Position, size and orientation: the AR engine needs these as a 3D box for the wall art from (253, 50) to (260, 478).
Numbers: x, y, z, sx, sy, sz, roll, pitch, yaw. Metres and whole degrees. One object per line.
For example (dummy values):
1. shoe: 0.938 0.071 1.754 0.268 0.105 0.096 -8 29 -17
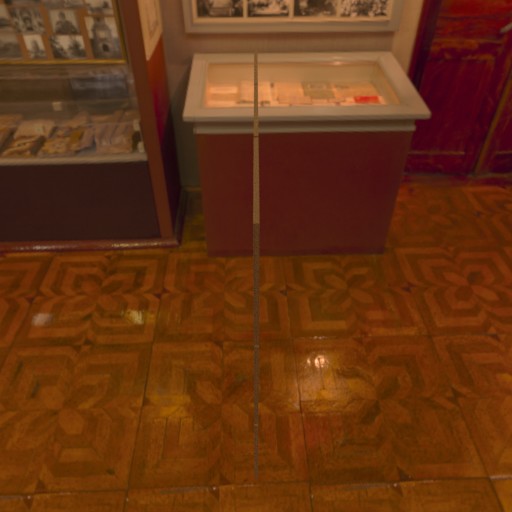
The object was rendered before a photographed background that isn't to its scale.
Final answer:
1. wall art: 0.000 0.000 1.340 0.010 0.917 0.919 0 41 0
